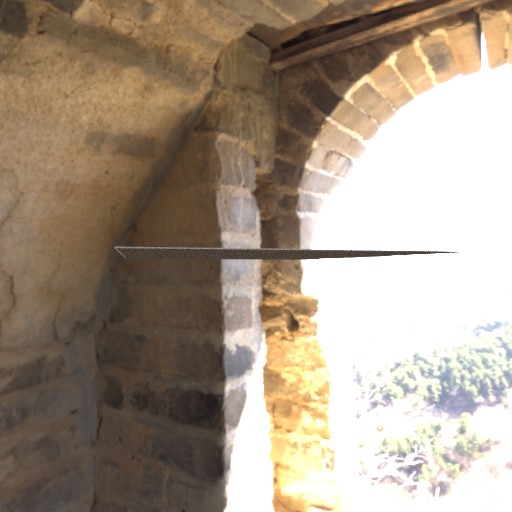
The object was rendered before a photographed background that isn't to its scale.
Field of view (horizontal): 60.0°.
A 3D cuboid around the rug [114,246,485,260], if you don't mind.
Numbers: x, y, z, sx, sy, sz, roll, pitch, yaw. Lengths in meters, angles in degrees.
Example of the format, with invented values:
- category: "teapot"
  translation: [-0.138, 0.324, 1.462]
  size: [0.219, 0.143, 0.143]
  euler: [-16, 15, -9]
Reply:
- category: "rug"
  translation: [0.000, 0.000, 4.175]
  size: [2.421, 0.008, 3.045]
  euler: [0, -2, -15]
